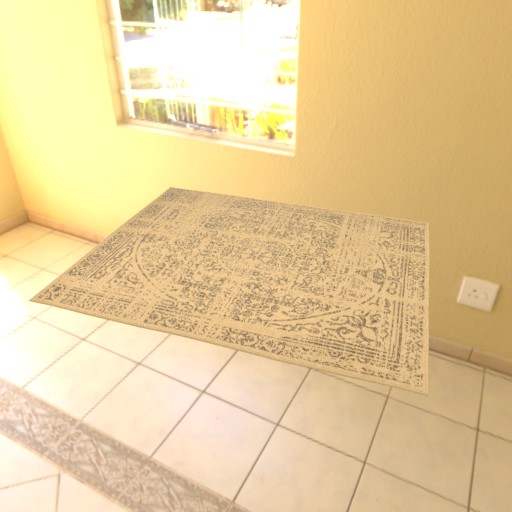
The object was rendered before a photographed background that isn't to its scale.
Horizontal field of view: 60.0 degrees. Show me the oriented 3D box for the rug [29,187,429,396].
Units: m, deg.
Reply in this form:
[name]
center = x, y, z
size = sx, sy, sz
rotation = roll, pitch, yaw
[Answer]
[rug]
center = 0.000, 0.000, 3.929
size = 2.921, 0.032, 2.311
rotation = 10, 33, 15
